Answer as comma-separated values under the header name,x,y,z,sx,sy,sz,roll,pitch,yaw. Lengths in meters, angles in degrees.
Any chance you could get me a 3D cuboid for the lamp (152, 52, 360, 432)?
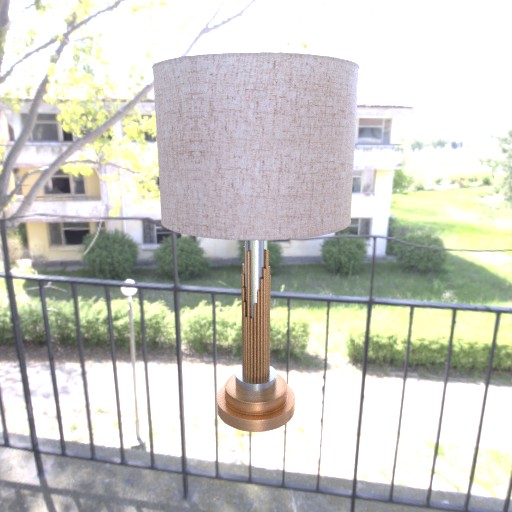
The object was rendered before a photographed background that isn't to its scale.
name,x,y,z,sx,sy,sz,roll,pitch,yaw
lamp,0.000,0.000,0.782,0.321,0.610,0.321,3,16,9
